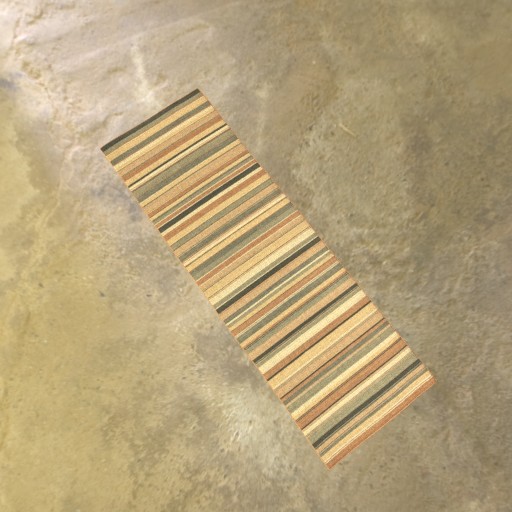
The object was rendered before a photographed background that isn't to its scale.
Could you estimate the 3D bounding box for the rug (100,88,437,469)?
[{"bbox_3d":[0.000,0.000,2.751,0.799,0.010,2.444,-35,77,-9],"label":"rug"}]
